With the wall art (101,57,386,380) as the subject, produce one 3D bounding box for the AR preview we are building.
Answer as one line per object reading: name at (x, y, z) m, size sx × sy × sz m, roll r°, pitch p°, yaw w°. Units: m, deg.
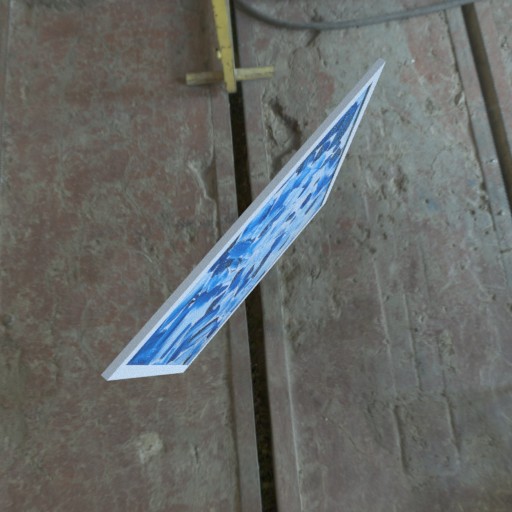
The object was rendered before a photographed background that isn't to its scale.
wall art at (0.000, 0.000, 1.223) m, size 0.015 × 0.812 × 0.812 m, roll 39°, pitch 79°, yaw 9°
